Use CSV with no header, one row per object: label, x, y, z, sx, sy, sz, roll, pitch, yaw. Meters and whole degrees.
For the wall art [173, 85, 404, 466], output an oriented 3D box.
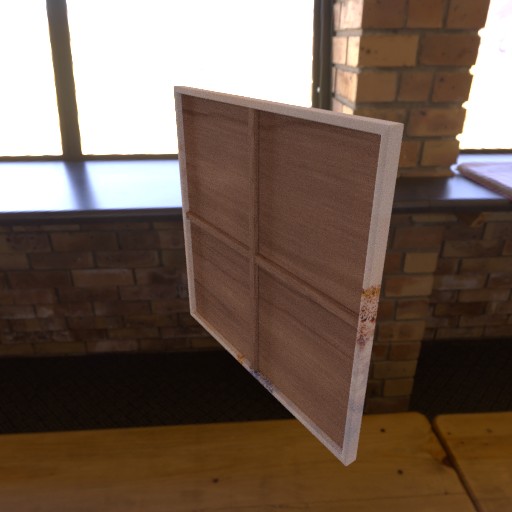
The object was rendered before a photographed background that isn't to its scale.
wall art,0.000,0.000,1.323,0.038,0.889,0.889,-17,31,-31
